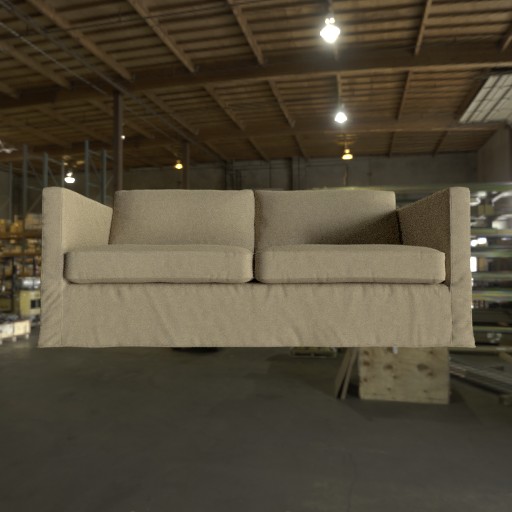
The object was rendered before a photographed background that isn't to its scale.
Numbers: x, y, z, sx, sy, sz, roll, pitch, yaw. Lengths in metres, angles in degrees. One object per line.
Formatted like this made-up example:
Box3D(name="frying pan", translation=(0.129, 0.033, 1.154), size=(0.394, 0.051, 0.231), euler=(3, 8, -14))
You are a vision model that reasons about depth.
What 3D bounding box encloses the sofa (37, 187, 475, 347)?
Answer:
Box3D(name="sofa", translation=(0.000, 0.000, 2.414), size=(1.959, 0.835, 0.962), euler=(0, -2, 0))
